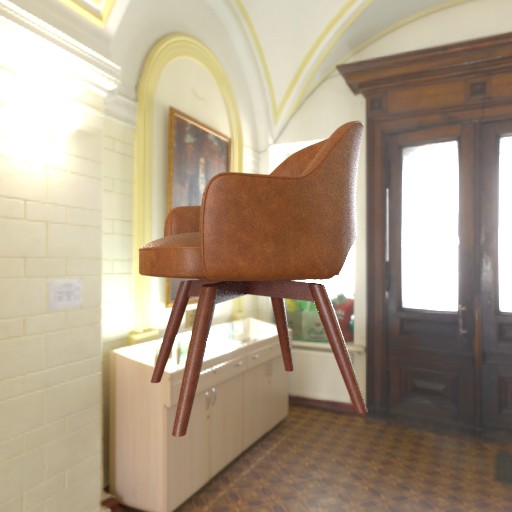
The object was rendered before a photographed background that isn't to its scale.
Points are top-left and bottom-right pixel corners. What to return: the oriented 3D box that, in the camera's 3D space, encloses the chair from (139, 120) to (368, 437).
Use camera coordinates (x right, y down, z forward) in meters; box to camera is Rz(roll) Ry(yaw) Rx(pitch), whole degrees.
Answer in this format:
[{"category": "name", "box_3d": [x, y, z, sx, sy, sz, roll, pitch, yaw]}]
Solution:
[{"category": "chair", "box_3d": [0.000, 0.000, 1.250, 0.640, 0.777, 0.591, 0, -1, -19]}]
